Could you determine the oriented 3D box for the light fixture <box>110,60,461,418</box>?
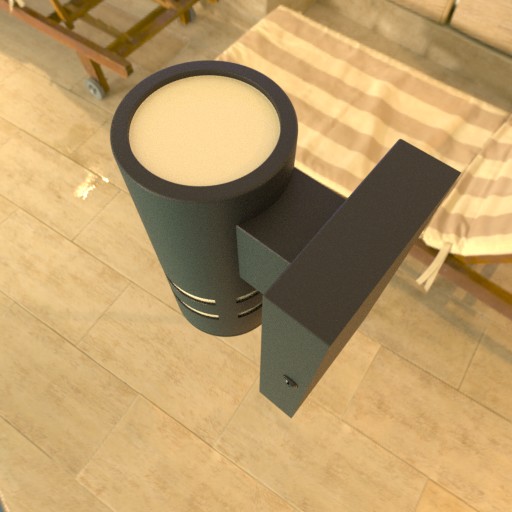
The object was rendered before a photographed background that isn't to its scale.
[{"bbox_3d":[0.000,0.000,0.261,0.138,0.179,0.098,36,68,17],"label":"light fixture"}]
